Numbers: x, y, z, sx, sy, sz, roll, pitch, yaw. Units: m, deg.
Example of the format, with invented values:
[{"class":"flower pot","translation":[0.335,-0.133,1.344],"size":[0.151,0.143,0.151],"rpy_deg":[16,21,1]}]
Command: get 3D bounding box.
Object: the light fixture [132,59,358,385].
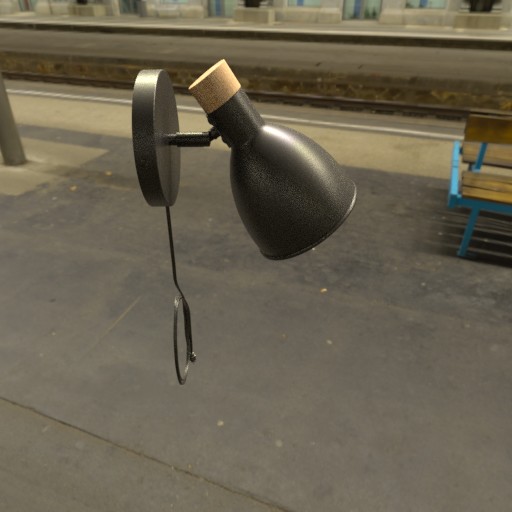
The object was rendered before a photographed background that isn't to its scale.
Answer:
[{"class":"light fixture","translation":[0.000,0.000,0.491],"size":[0.203,0.401,0.127],"rpy_deg":[0,32,0]}]
